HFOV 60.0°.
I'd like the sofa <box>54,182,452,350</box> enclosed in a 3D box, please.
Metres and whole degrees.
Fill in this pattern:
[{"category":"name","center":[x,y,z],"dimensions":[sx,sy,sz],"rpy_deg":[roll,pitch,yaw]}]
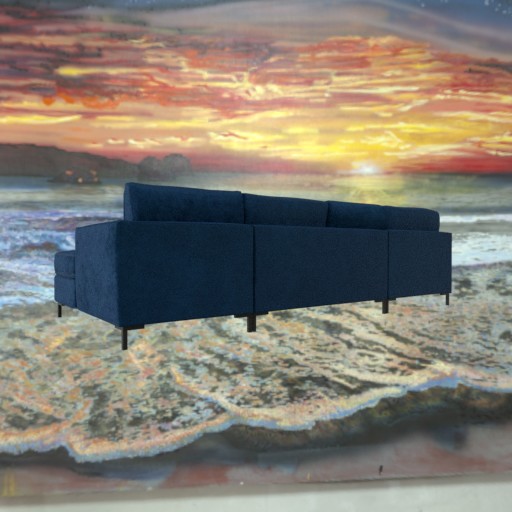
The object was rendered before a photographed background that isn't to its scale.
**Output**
[{"category":"sofa","center":[0.000,0.000,4.266],"dimensions":[3.434,0.992,2.055],"rpy_deg":[-1,1,-36]}]
